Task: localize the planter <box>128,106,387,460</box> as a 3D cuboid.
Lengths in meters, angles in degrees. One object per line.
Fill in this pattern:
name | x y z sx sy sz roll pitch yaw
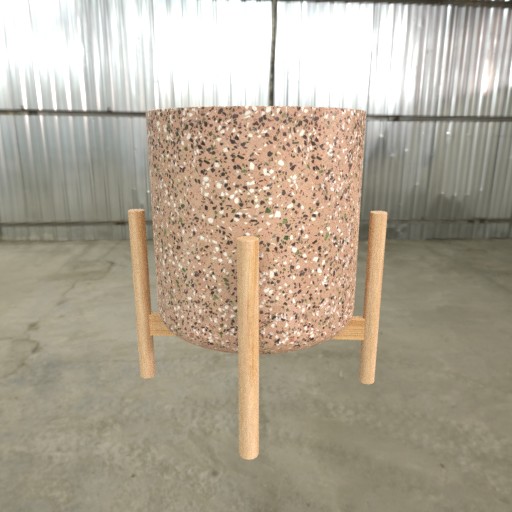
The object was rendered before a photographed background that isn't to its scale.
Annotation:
planter | 0.000 0.000 0.681 0.360 0.419 0.360 7 17 24
